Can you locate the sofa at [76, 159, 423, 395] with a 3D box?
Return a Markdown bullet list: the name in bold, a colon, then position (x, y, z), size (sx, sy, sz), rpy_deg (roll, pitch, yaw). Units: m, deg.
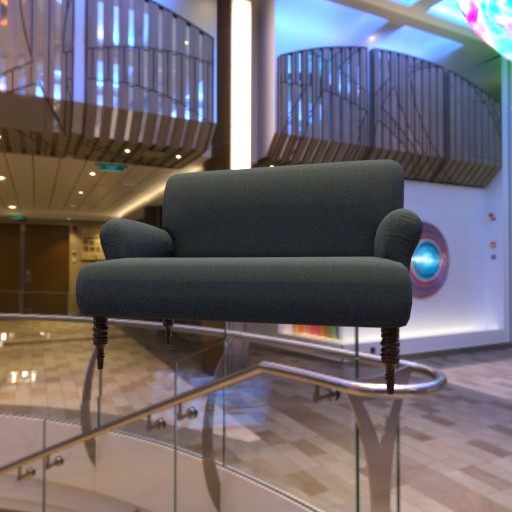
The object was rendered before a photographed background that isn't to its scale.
- **sofa**: position (0.000, 0.000, 1.855), size (1.297, 0.889, 0.779), rpy_deg (0, -1, 18)
